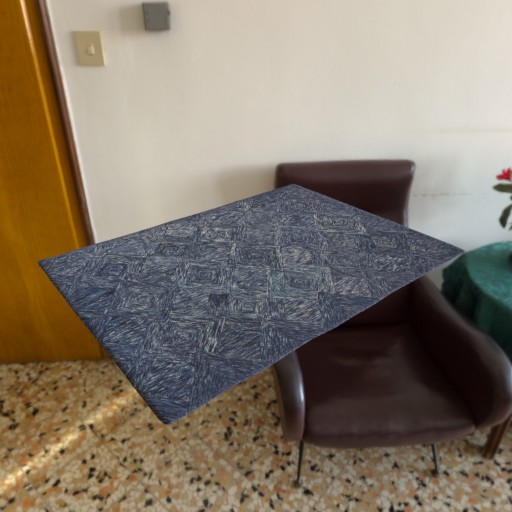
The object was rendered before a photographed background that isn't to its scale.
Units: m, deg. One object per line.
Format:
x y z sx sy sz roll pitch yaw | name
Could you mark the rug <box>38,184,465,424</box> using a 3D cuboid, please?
0.000 0.000 4.132 3.245 0.024 2.385 -22 36 -34 | rug
